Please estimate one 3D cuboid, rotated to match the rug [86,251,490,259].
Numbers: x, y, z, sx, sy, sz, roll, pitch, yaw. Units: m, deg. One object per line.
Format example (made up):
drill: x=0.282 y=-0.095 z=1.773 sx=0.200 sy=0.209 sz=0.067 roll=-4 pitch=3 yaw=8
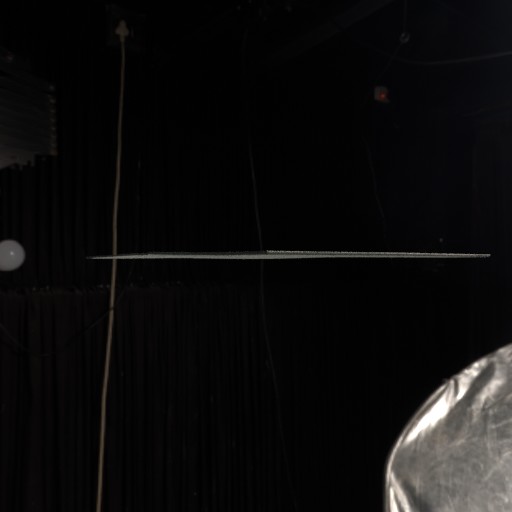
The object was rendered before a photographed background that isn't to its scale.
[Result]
rug: x=0.000 y=0.000 z=5.219 sx=2.802 sy=0.052 sz=4.078 roll=0 pitch=-1 yaw=-36
